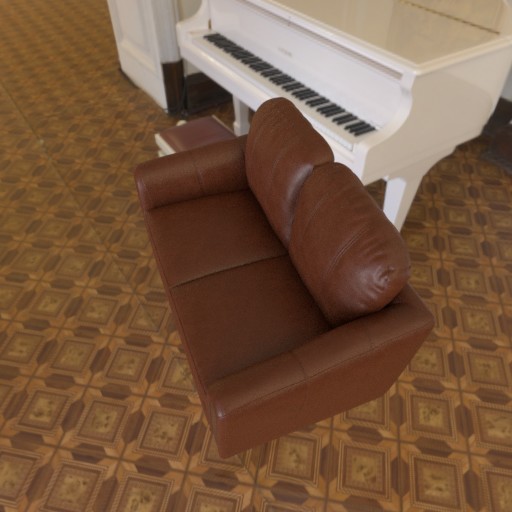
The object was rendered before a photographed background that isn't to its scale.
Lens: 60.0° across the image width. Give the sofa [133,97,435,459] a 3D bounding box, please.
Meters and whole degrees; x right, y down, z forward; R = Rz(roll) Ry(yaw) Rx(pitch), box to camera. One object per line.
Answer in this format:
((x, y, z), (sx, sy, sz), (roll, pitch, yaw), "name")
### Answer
((0.000, 0.000, 1.940), (0.805, 0.906, 1.406), (-16, 48, -15), "sofa")
